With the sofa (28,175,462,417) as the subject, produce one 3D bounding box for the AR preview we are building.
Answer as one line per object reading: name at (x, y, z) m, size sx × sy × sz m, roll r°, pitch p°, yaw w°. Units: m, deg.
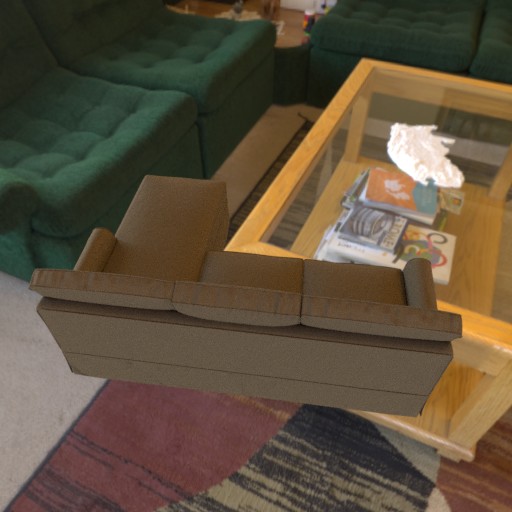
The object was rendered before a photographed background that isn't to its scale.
sofa at (0.000, 0.000, 3.258) m, size 2.475 × 0.978 × 1.733 m, roll 6°, pitch 47°, yaw 5°
